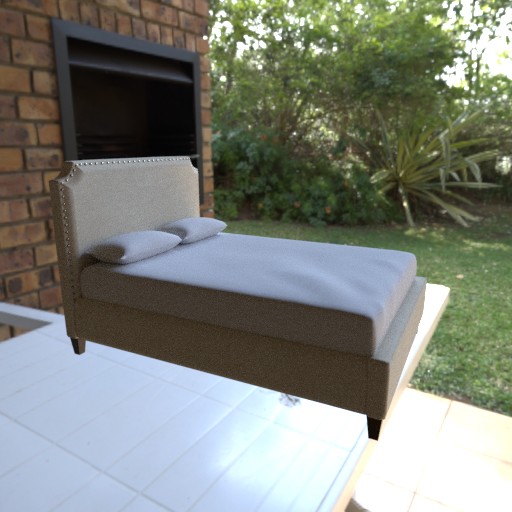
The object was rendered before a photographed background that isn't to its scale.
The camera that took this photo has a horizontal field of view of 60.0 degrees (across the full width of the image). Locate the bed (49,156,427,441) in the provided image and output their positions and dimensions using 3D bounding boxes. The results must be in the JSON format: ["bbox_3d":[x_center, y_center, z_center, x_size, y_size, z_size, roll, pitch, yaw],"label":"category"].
[{"bbox_3d":[0.000,0.000,3.449,2.381,1.457,1.713,7,16,26],"label":"bed"}]
